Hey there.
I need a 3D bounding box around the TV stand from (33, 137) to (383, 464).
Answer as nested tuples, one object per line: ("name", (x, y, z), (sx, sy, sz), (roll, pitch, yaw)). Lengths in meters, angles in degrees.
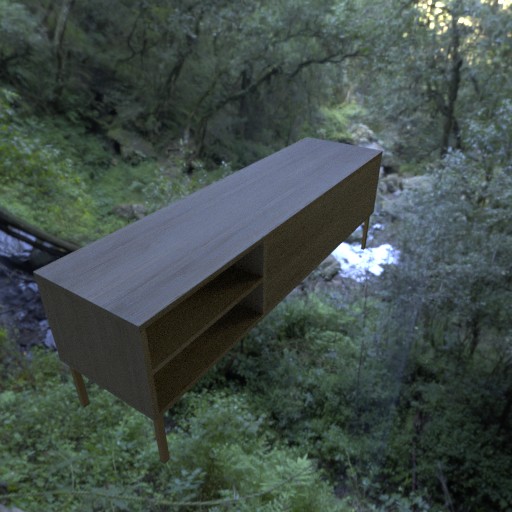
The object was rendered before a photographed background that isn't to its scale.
("TV stand", (0.000, 0.000, 1.844), (0.420, 0.550, 1.600), (19, 36, 29))
